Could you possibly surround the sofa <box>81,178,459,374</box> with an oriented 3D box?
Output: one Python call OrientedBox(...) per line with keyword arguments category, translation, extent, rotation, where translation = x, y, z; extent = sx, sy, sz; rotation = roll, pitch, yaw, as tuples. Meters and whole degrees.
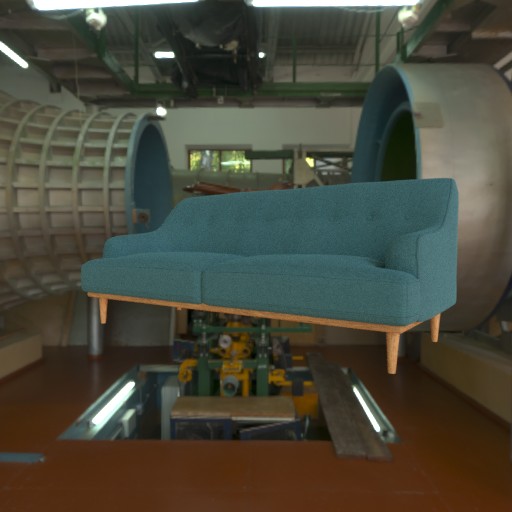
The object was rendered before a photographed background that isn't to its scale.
OrientedBox(category="sofa", translation=(0.000, 0.000, 2.583), extent=(2.057, 0.871, 0.978), rotation=(1, 2, 35))
